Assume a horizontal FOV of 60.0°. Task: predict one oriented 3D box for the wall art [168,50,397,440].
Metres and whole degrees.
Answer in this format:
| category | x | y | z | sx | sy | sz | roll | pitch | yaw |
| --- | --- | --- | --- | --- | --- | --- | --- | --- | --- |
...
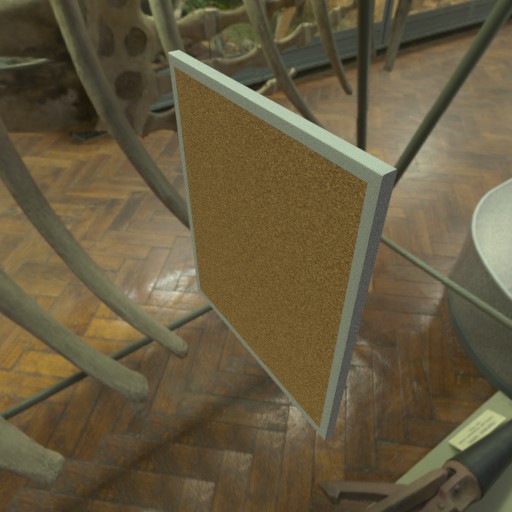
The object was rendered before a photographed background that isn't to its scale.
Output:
| category | x | y | z | sx | sy | sz | roll | pitch | yaw |
| --- | --- | --- | --- | --- | --- | --- | --- | --- | --- |
| wall art | 0.000 | 0.000 | 0.737 | 0.020 | 0.536 | 0.444 | -25 | 48 | -26 |
